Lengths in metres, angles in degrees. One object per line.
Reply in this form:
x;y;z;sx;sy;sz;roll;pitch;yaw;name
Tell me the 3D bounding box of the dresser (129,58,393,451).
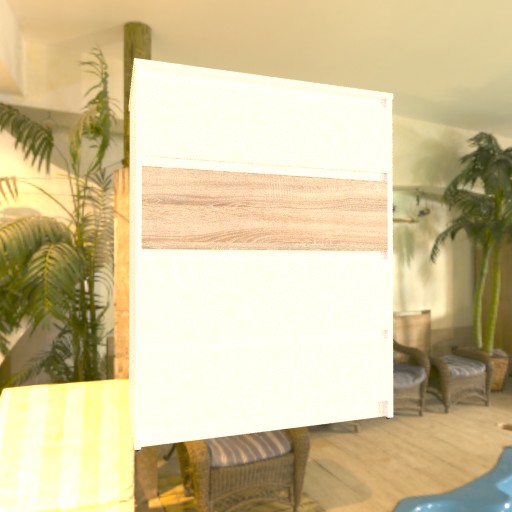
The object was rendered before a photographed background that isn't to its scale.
0.000;0.000;1.468;0.800;1.040;0.380;0;-1;-18;dresser
